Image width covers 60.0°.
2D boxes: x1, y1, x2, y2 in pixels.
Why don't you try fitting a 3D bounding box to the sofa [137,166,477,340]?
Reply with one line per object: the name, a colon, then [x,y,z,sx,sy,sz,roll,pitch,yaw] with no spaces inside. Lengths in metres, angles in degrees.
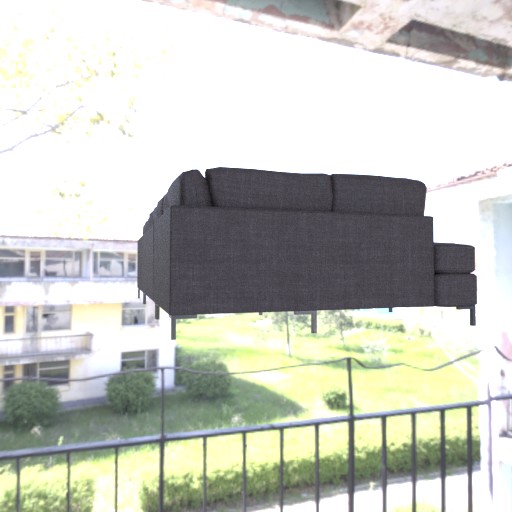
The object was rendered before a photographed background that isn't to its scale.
sofa: [0.000,0.000,4.281,2.048,0.999,3.423,0,-1,-18]
